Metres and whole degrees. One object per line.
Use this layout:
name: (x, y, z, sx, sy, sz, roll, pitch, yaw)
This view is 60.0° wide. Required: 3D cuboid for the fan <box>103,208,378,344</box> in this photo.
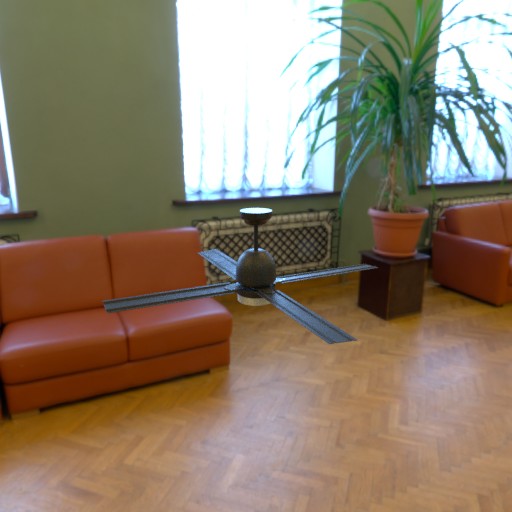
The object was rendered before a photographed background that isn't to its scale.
fan: (0.000, 0.000, 1.981, 1.319, 0.410, 1.319, -8, 17, -26)
